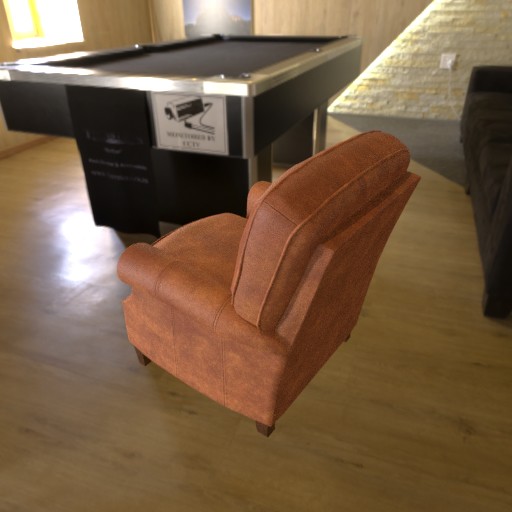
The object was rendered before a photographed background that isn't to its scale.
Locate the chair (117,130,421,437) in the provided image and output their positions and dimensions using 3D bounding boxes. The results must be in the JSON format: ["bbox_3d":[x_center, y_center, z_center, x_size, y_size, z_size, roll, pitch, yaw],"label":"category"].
[{"bbox_3d":[0.000,0.000,1.781,0.986,1.018,0.936,20,36,30],"label":"chair"}]
